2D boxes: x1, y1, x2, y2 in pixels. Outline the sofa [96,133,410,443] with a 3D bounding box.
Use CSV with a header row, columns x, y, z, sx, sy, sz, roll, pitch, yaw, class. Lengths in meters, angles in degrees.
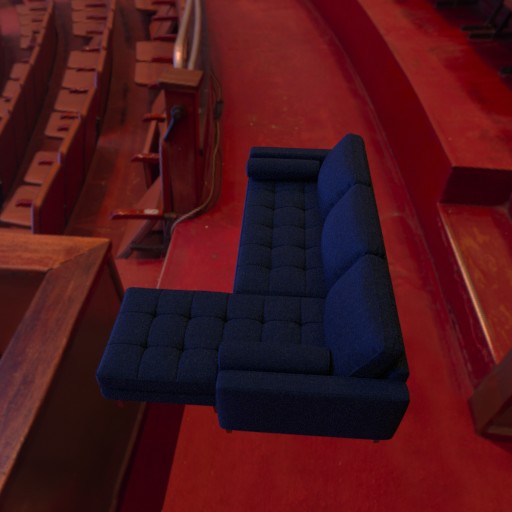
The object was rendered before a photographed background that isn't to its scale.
x,y,z,sx,sy,sz,roll,pitch,yaw,class
0.000,0.000,2.979,1.613,0.841,2.185,3,45,3,sofa
